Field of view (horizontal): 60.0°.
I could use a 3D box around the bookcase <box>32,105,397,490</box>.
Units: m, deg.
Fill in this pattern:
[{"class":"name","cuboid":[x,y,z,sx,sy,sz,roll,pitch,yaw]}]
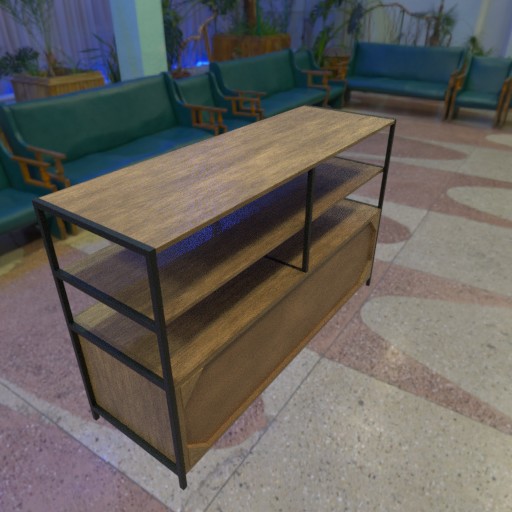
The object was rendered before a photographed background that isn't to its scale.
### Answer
[{"class":"bookcase","cuboid":[0.000,0.000,1.448,0.391,0.712,1.149,21,37,31]}]
